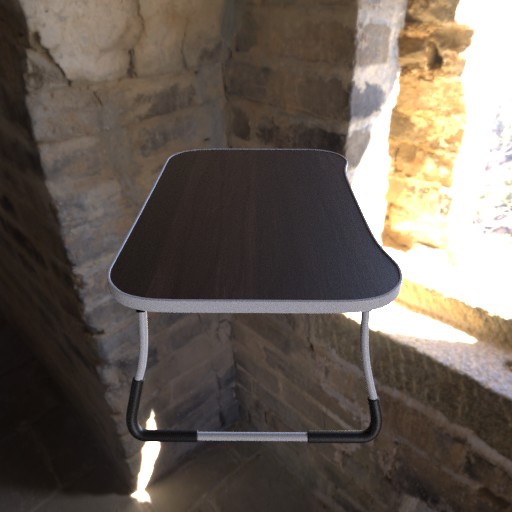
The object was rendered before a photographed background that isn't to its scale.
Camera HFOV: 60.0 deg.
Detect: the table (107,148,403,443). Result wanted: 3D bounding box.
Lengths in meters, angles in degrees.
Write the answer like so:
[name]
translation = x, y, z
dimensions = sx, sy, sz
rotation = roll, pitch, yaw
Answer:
[table]
translation = 0.000, 0.000, 0.856
dimensions = 0.400, 0.232, 0.660
rotation = 0, 31, 0
